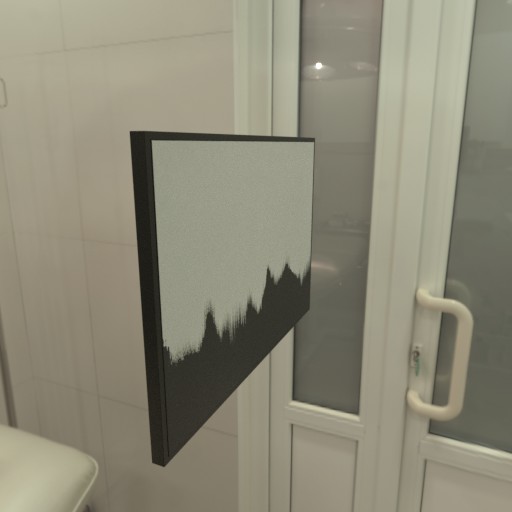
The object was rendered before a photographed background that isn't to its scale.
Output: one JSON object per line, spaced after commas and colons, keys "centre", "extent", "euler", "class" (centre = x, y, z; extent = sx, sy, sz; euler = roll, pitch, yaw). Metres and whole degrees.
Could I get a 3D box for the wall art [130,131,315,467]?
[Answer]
{"centre": [0.000, 0.000, 0.850], "extent": [0.022, 0.446, 0.659], "euler": [6, 16, 23], "class": "wall art"}
